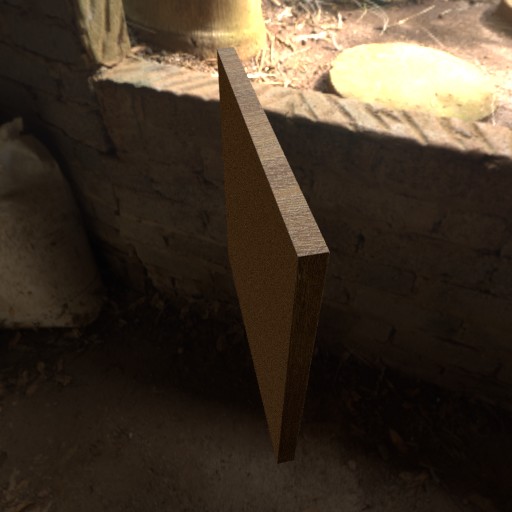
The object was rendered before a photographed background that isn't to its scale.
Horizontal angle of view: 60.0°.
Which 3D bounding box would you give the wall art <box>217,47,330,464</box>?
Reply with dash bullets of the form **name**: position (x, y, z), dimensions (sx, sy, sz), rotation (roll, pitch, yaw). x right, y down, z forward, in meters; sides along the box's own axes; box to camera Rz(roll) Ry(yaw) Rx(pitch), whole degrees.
- **wall art**: position (0.000, 0.000, 0.905), dimensions (0.042, 0.608, 0.611), rotation (-9, 46, -8)
